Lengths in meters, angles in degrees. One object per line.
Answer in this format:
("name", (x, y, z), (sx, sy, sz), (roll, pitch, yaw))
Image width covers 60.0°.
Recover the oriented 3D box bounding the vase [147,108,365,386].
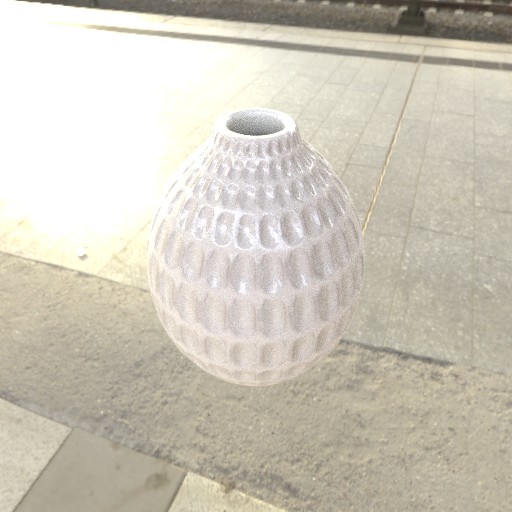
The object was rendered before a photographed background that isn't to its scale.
("vase", (0.000, 0.000, 0.265), (0.128, 0.167, 0.128), (0, 40, 0))
